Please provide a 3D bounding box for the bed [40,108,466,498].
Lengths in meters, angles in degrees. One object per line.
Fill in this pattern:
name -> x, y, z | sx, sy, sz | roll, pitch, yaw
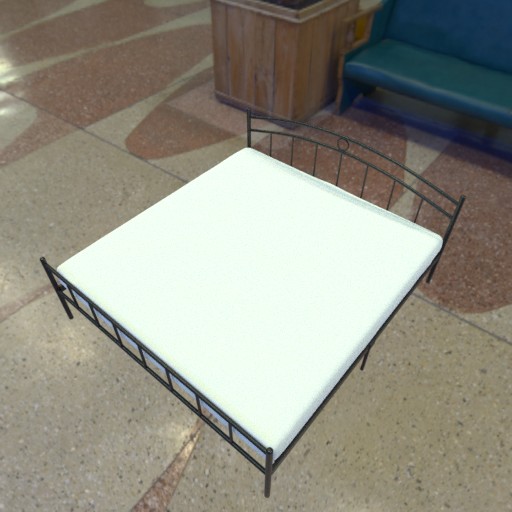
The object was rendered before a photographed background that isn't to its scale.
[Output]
bed -> 0.000, 0.000, 3.035 | 1.880, 0.940, 2.040 | 31, 53, 27
